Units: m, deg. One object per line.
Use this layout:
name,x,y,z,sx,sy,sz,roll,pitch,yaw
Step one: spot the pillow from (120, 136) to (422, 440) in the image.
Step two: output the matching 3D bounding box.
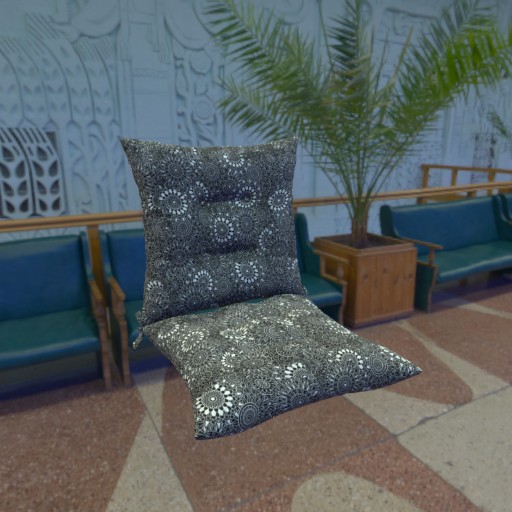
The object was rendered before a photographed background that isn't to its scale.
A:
pillow,0.000,0.000,1.032,0.541,0.536,0.585,-7,17,-25
